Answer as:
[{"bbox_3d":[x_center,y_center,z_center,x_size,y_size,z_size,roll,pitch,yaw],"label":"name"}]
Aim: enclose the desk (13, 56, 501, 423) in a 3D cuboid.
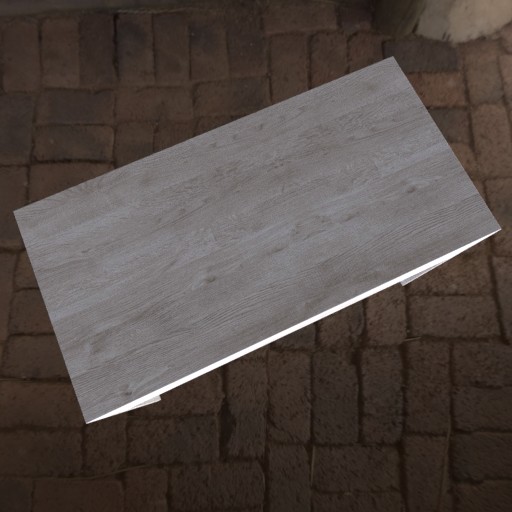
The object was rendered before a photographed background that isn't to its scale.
[{"bbox_3d":[0.000,0.000,1.472,1.100,0.730,0.560,-24,77,-6],"label":"desk"}]
